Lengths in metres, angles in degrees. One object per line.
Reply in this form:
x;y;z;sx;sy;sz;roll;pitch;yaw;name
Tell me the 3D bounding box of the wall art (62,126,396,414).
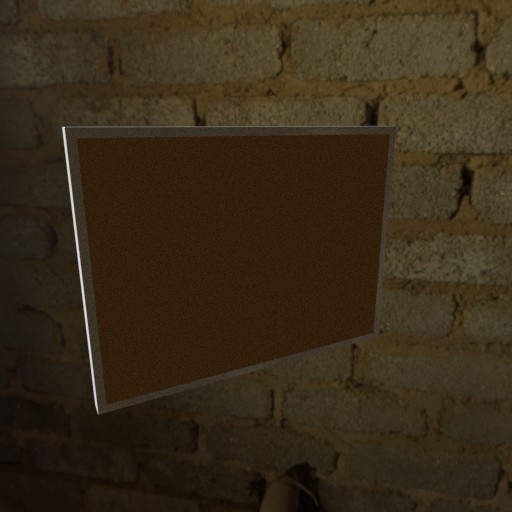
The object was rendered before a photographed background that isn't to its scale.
0.000;0.000;1.404;1.041;0.787;0.053;-8;18;-26;wall art
